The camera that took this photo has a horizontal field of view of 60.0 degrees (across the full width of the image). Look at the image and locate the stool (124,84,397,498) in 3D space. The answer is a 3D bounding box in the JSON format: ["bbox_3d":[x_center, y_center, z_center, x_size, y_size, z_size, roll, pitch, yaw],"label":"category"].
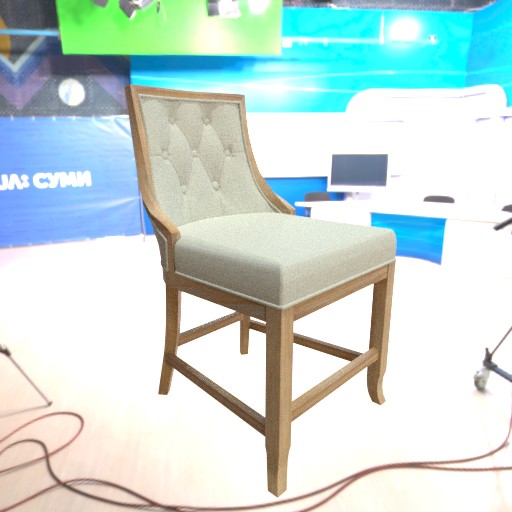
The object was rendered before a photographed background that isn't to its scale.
[{"bbox_3d":[0.000,0.000,1.285,0.626,0.938,0.524,14,21,41],"label":"stool"}]
